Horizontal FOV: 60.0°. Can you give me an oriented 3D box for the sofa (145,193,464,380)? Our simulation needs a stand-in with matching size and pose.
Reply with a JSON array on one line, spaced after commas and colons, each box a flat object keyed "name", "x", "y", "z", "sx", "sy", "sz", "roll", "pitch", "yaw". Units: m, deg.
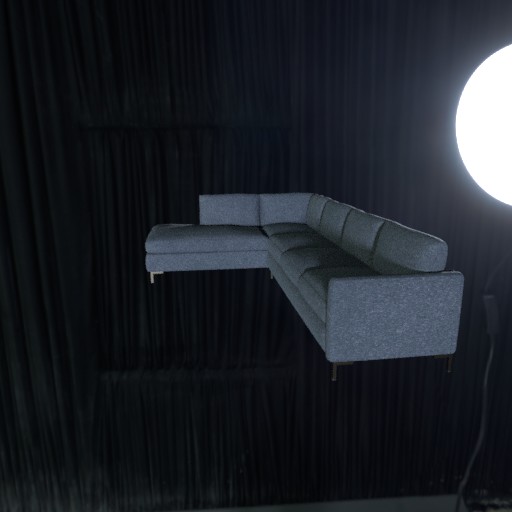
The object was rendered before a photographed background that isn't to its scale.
[{"name": "sofa", "x": 0.000, "y": 0.000, "z": 3.831, "sx": 2.007, "sy": 0.815, "sz": 2.949, "roll": -2, "pitch": 14, "yaw": -8}]
